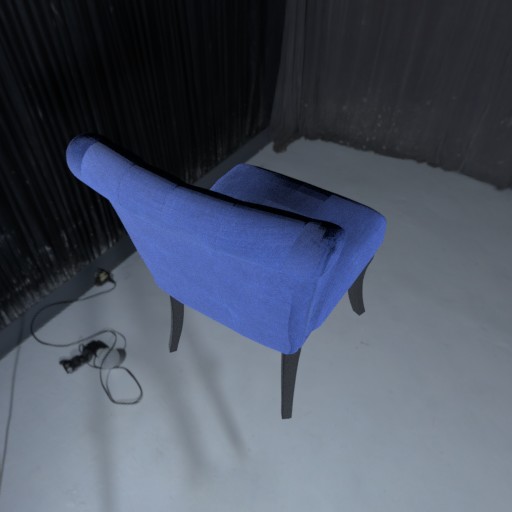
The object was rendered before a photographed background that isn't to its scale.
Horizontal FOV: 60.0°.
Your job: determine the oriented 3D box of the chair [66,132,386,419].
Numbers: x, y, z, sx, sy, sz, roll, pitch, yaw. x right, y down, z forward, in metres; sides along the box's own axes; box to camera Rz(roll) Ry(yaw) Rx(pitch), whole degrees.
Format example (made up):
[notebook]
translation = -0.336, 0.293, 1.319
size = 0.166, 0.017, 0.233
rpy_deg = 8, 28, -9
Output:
[chair]
translation = 0.000, 0.000, 1.167
size = 0.585, 0.753, 0.606
rpy_deg = 24, 49, 23
